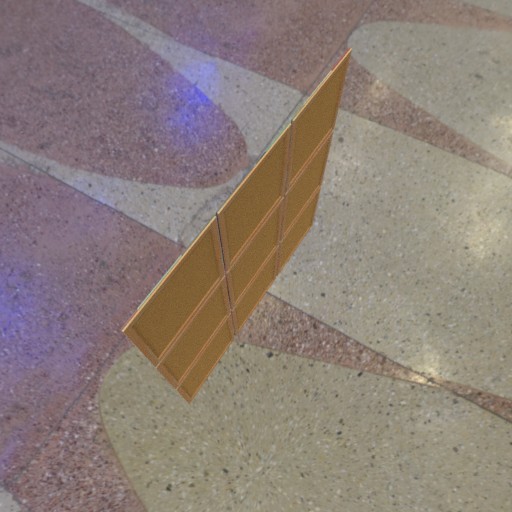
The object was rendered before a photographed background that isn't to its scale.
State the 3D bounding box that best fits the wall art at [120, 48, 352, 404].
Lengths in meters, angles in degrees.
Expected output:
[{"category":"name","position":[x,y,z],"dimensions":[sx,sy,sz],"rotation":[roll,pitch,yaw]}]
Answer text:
[{"category":"wall art","position":[0.000,0.000,2.333],"dimensions":[0.013,1.519,1.521],"rotation":[30,67,14]}]
